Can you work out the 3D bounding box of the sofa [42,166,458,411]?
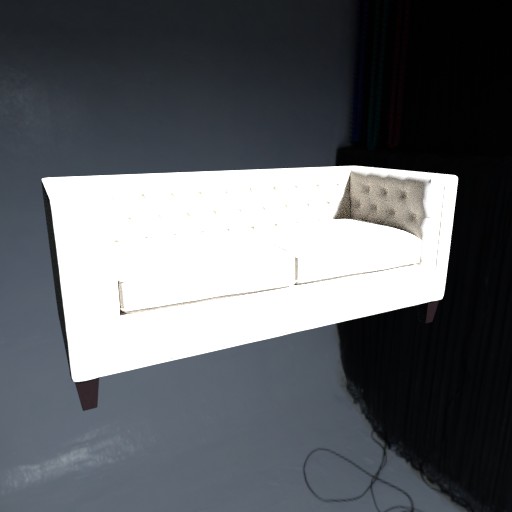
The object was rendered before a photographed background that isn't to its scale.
[{"bbox_3d":[0.000,0.000,2.144,1.778,0.762,0.775,-8,17,-26],"label":"sofa"}]
